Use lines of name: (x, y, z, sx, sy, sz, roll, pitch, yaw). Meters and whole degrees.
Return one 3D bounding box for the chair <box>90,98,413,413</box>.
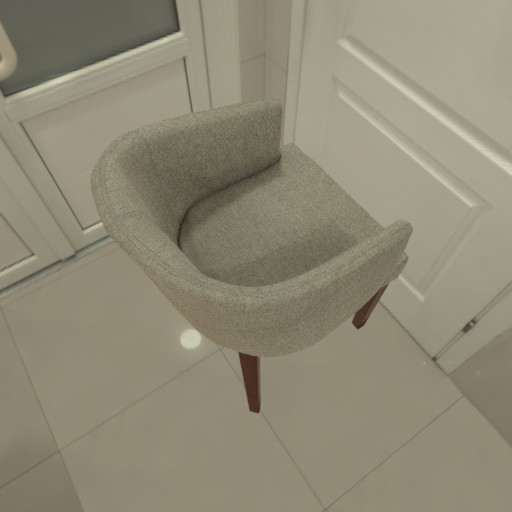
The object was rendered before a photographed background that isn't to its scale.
chair: (0.000, 0.000, 1.226, 0.655, 0.811, 0.583, -30, 63, -17)
